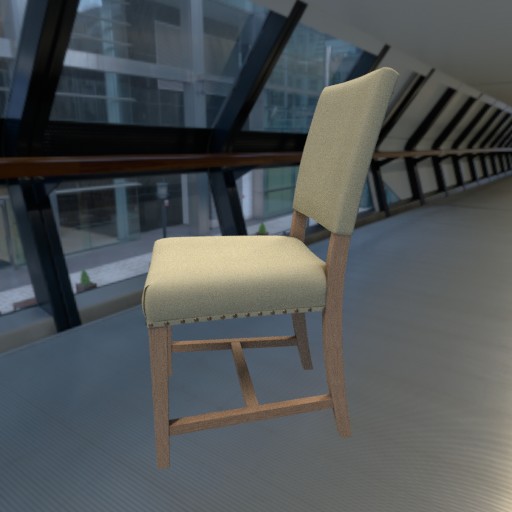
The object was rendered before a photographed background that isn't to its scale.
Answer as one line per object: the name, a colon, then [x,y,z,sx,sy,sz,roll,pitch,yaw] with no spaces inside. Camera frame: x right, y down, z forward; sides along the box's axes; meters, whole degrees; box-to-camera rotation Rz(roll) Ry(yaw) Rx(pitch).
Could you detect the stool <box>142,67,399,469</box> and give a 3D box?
stool: [0.000,0.000,1.304,0.623,0.986,0.508,-2,15,-9]
